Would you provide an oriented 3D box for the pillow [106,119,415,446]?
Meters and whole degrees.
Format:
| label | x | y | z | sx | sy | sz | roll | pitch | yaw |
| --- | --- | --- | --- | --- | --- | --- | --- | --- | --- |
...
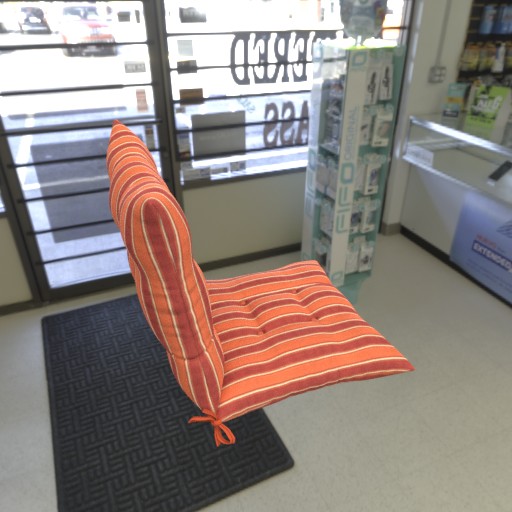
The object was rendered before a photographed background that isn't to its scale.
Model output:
| label | x | y | z | sx | sy | sz | roll | pitch | yaw |
| --- | --- | --- | --- | --- | --- | --- | --- | --- | --- |
| pillow | 0.000 | 0.000 | 1.001 | 0.585 | 0.536 | 0.541 | -10 | 32 | -17 |
